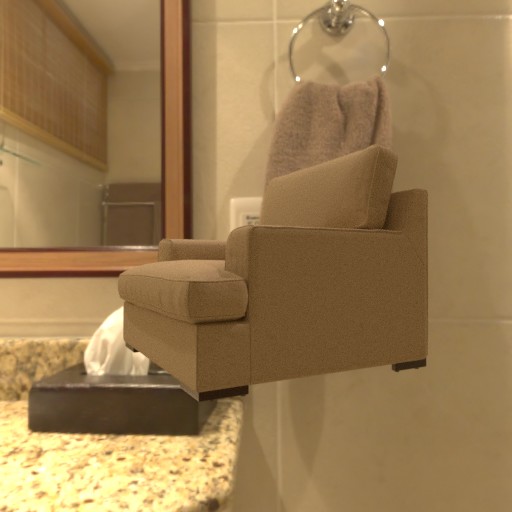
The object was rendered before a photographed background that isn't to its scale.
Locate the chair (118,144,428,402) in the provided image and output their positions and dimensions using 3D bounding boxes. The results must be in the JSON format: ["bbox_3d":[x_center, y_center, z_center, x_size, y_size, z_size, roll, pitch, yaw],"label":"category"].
[{"bbox_3d":[0.000,0.000,2.224,1.274,1.005,1.293,1,-1,-36],"label":"chair"}]
